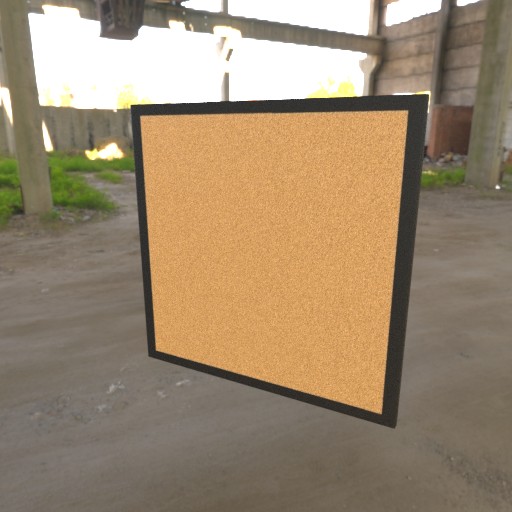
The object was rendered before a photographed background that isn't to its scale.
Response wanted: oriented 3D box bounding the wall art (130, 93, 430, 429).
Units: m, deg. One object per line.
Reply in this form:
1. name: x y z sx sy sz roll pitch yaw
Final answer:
1. wall art: 0.000 0.000 0.988 0.663 0.659 0.016 8 18 27
